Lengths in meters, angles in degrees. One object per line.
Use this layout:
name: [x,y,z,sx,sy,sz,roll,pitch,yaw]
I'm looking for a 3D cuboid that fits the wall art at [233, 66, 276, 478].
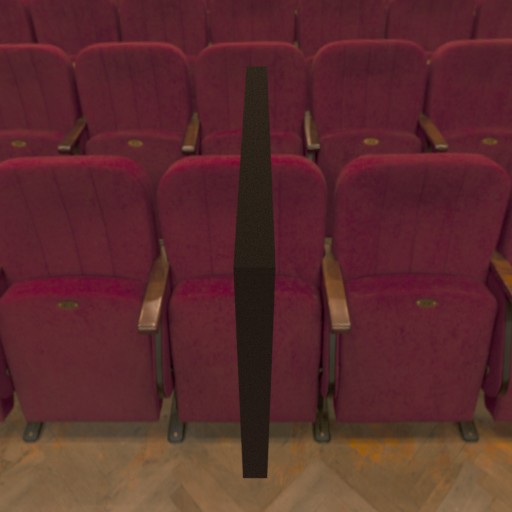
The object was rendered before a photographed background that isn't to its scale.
wall art: [0.000,0.000,0.547,0.028,0.325,0.397,0,41,0]
